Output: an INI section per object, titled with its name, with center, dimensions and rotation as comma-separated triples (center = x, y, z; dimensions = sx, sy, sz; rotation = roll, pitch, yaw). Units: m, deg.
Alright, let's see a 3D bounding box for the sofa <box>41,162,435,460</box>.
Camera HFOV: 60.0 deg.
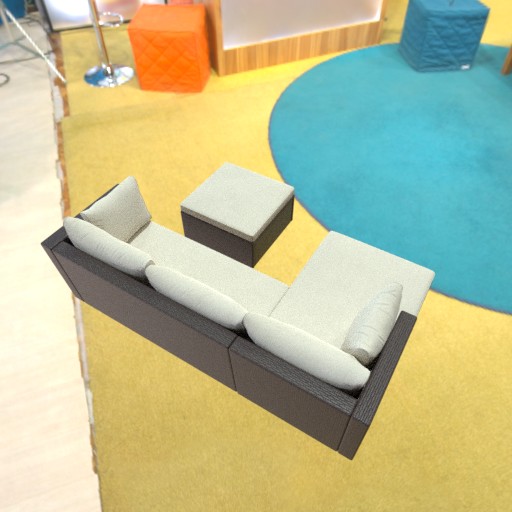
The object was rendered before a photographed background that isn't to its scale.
[sofa]
center = 0.000, 0.000, 3.027
dimensions = 2.192, 0.766, 1.612
rotation = 24, 53, 20
